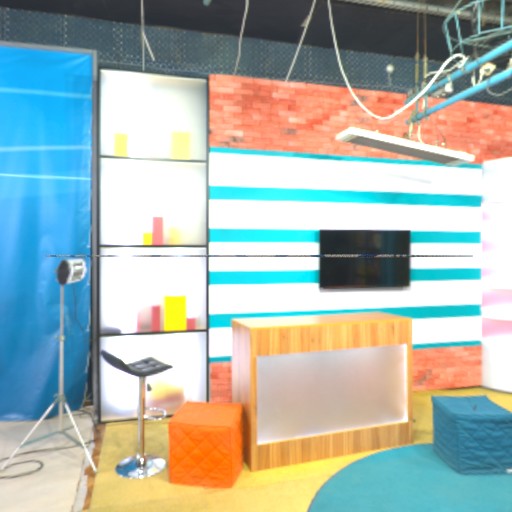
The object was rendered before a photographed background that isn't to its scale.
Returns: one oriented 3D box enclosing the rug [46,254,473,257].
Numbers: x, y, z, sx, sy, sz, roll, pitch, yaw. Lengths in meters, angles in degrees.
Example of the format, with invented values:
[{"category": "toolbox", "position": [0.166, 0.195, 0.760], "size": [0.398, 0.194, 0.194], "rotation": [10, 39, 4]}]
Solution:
[{"category": "rug", "position": [0.000, 0.000, 2.279], "size": [1.830, 0.008, 1.225], "rotation": [0, 0, 36]}]
